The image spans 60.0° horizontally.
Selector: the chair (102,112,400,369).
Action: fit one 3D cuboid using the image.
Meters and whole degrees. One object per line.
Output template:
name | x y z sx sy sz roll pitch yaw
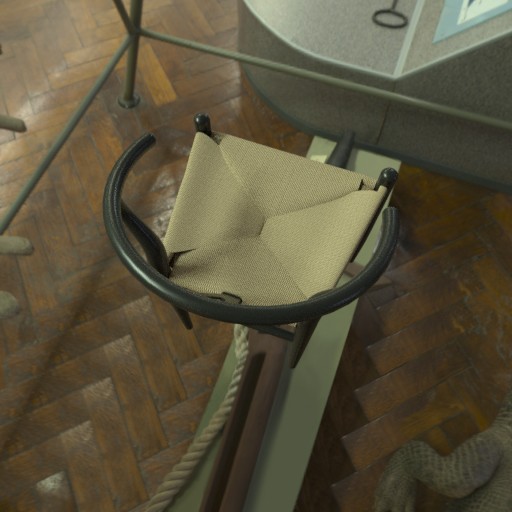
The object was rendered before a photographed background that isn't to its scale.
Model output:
chair | 0.000 0.000 1.137 0.570 0.739 0.570 19 66 9
